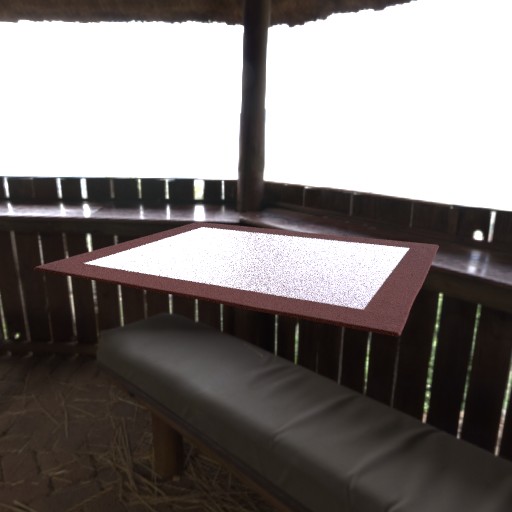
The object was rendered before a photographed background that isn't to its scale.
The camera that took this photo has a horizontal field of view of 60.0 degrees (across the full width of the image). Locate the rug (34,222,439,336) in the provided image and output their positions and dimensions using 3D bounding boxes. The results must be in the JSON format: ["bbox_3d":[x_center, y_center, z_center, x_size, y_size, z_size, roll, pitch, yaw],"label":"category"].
[{"bbox_3d":[0.000,0.000,4.127,2.976,0.018,2.430,7,16,26],"label":"rug"}]
